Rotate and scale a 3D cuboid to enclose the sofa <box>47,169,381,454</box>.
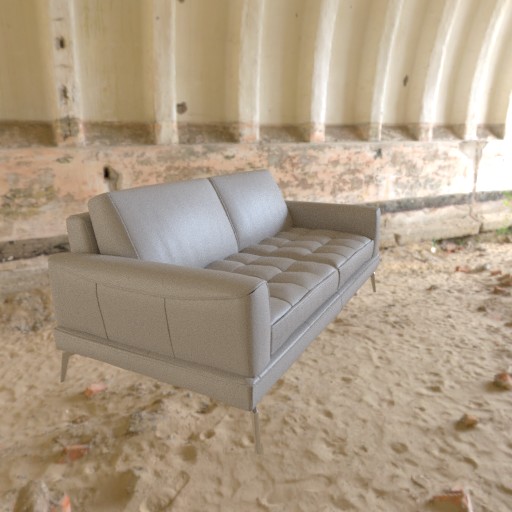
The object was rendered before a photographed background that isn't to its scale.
[{"bbox_3d":[0.000,0.000,2.717,1.121,0.930,2.177,8,17,26],"label":"sofa"}]
